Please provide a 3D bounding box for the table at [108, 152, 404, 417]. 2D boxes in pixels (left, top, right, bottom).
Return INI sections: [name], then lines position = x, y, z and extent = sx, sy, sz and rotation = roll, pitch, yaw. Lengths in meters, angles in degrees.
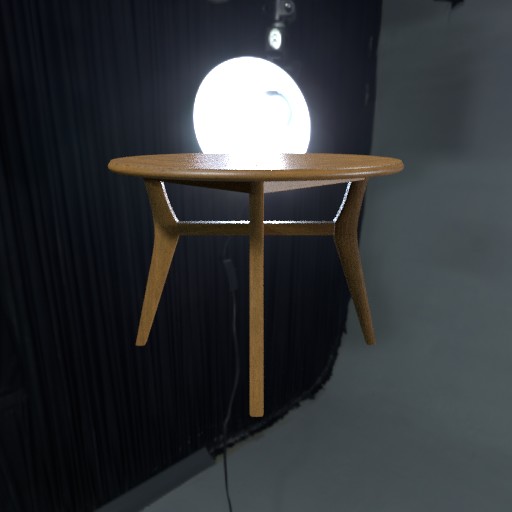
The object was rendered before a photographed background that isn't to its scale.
[table]
position = 0.000, 0.000, 1.757
extent = 1.055, 0.757, 1.055
rotation = 0, 16, 0
